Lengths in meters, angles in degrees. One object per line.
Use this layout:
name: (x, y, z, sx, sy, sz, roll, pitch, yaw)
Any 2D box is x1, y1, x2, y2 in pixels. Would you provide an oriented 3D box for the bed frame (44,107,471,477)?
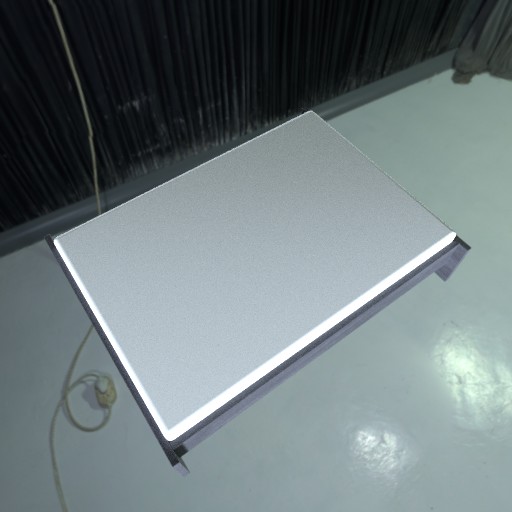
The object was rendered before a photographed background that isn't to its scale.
bed frame: (0.000, 0.000, 2.661, 1.950, 0.432, 1.490, -31, 62, -18)
